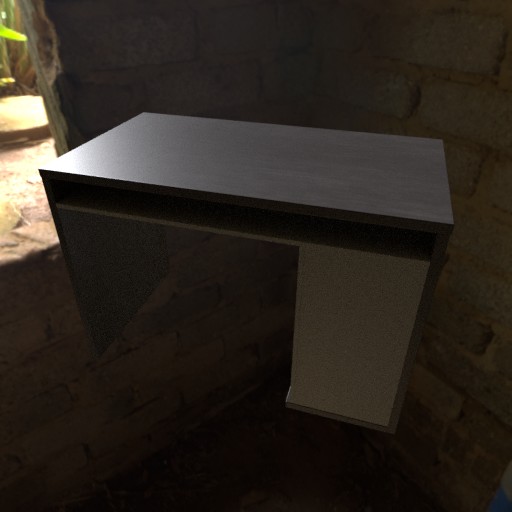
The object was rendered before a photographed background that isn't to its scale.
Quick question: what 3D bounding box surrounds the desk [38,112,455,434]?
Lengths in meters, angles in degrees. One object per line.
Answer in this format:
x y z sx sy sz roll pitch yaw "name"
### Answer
0.000 0.000 1.555 1.100 0.750 0.600 10 34 14 "desk"
